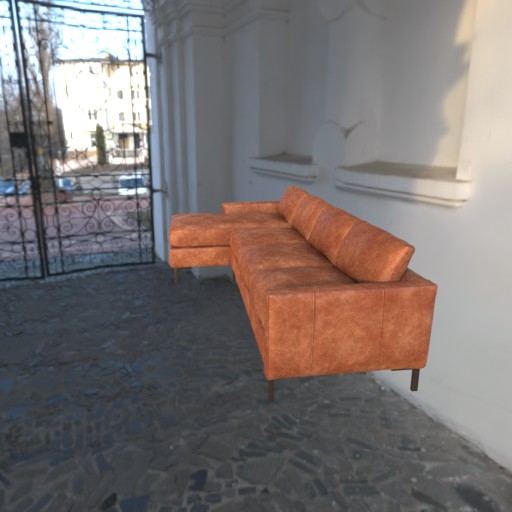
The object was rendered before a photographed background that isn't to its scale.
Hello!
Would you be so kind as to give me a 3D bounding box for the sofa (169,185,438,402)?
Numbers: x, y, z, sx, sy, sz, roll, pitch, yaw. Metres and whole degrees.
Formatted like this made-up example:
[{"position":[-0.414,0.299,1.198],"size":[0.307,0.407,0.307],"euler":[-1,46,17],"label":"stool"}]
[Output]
[{"position":[0.000,0.000,3.656],"size":[1.471,0.859,2.993],"euler":[-2,16,-8],"label":"sofa"}]
